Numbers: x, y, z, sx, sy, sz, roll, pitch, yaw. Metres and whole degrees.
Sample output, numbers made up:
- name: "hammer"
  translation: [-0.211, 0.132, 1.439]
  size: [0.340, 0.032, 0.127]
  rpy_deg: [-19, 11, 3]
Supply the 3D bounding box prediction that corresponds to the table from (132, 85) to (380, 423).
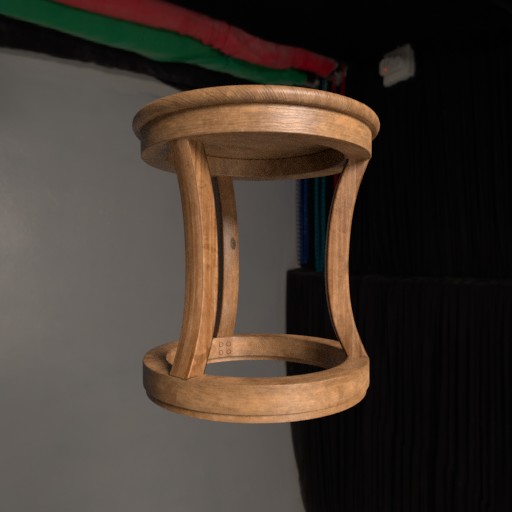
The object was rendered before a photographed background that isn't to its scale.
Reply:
- name: "table"
  translation: [0.000, 0.000, 0.804]
  size: [0.432, 0.460, 0.432]
  rpy_deg: [0, 0, 0]
